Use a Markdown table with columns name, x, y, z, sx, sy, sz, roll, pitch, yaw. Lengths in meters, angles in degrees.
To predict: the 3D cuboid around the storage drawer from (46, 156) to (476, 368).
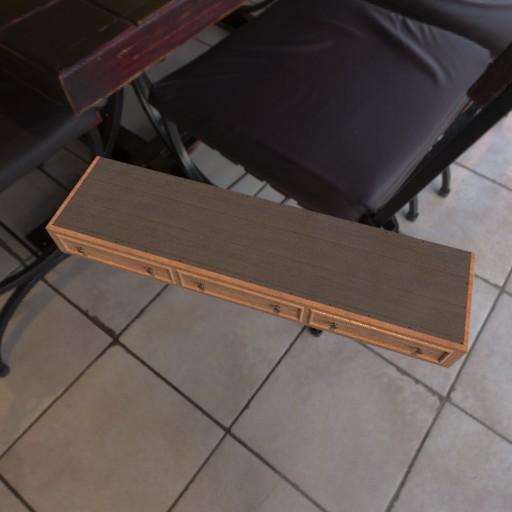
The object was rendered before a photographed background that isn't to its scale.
| name | x | y | z | sx | sy | sz | roll | pitch | yaw |
| --- | --- | --- | --- | --- | --- | --- | --- | --- | --- |
| storage drawer | 0.000 | 0.000 | 2.263 | 2.032 | 0.264 | 0.538 | 16 | 59 | 10 |
